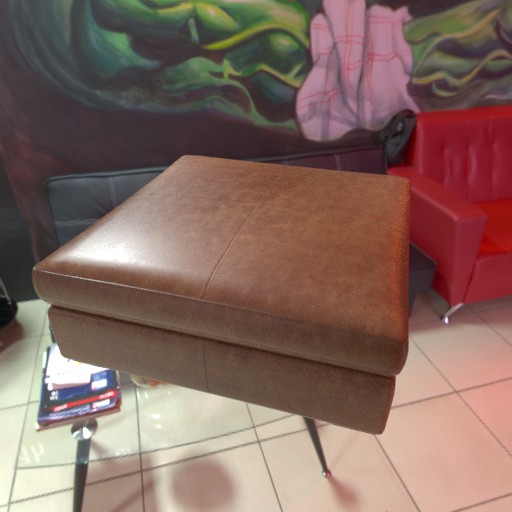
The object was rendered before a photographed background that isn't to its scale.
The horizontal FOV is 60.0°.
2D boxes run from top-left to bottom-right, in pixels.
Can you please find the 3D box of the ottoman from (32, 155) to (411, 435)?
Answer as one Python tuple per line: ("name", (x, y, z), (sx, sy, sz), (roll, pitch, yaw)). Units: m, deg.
("ottoman", (0.000, 0.000, 1.825), (1.169, 0.483, 1.168), (9, 33, 14))
